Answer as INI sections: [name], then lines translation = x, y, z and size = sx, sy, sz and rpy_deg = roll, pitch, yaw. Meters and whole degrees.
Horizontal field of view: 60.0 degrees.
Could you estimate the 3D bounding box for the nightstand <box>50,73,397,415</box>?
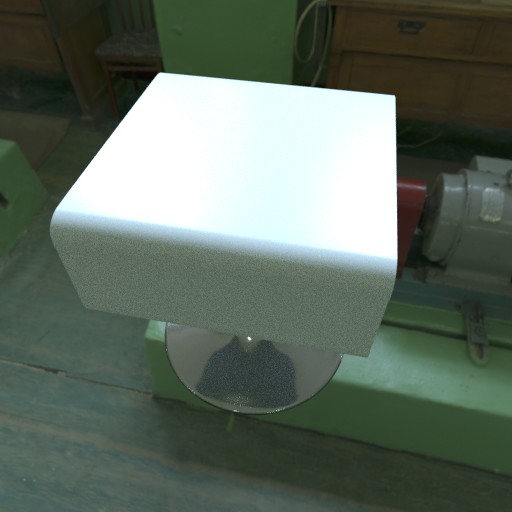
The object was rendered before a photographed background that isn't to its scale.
[nightstand]
translation = 0.000, 0.000, 0.765
size = 0.404, 0.447, 0.399
rpy_deg = 9, 48, 8
